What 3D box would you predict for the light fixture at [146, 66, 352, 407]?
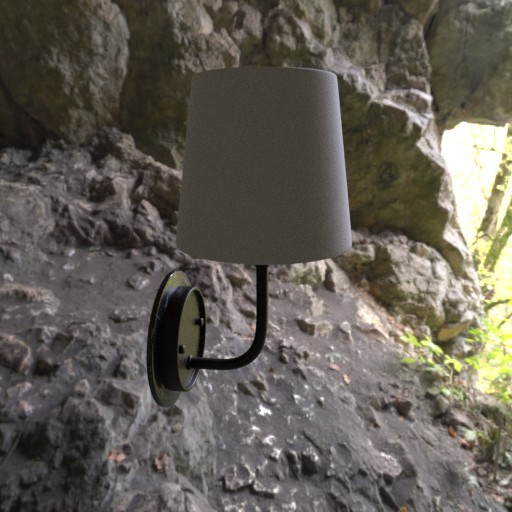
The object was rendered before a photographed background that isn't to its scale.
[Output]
[{"bbox_3d":[0.000,0.000,0.447,0.188,0.337,0.168,2,15,8],"label":"light fixture"}]
